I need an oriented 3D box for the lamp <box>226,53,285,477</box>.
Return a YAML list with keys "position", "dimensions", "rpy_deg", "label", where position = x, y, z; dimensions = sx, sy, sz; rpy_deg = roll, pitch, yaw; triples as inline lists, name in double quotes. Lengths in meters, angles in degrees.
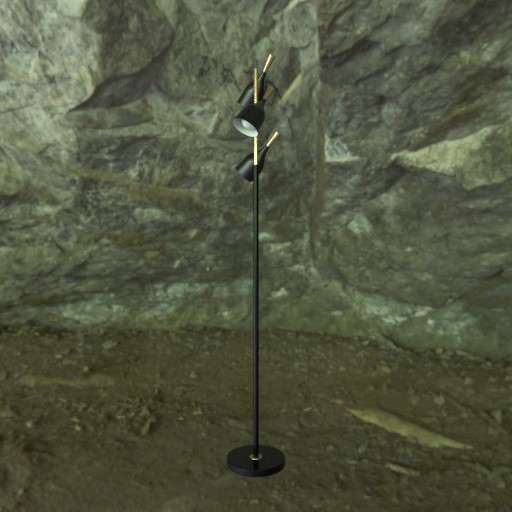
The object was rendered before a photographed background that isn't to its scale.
- position: [0.000, 0.000, 1.917]
  dimensions: [0.253, 1.778, 0.434]
  rpy_deg: [0, -1, 1]
  label: "lamp"
